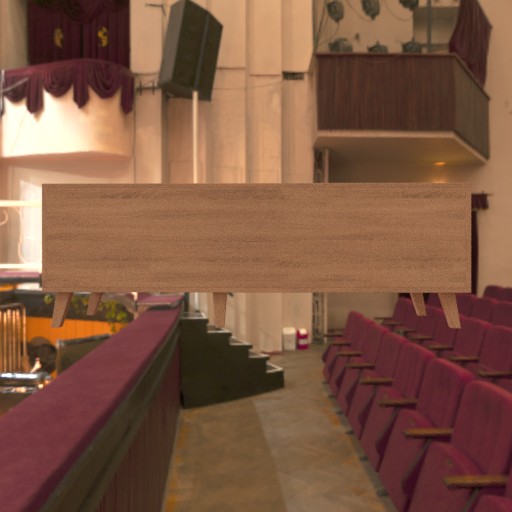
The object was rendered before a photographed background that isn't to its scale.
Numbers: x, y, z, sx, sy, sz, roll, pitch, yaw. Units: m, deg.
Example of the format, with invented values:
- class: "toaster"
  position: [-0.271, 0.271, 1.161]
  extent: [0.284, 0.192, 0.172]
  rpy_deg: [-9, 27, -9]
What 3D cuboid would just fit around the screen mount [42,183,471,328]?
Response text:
- class: "screen mount"
  position: [0.000, 0.000, 1.749]
  extent: [1.500, 0.510, 0.400]
  rpy_deg: [0, 0, 1]
